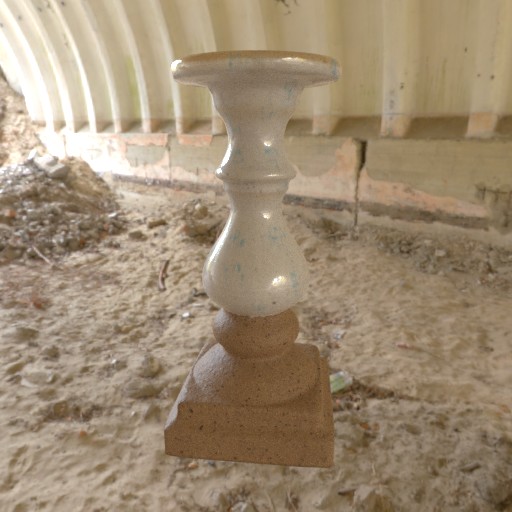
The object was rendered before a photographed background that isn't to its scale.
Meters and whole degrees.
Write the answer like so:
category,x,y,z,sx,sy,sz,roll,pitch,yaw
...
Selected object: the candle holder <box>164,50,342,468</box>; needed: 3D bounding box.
category,x,y,z,sx,sy,sz,roll,pitch,yaw
candle holder,0.000,0.000,0.298,0.110,0.239,0.110,2,16,6
